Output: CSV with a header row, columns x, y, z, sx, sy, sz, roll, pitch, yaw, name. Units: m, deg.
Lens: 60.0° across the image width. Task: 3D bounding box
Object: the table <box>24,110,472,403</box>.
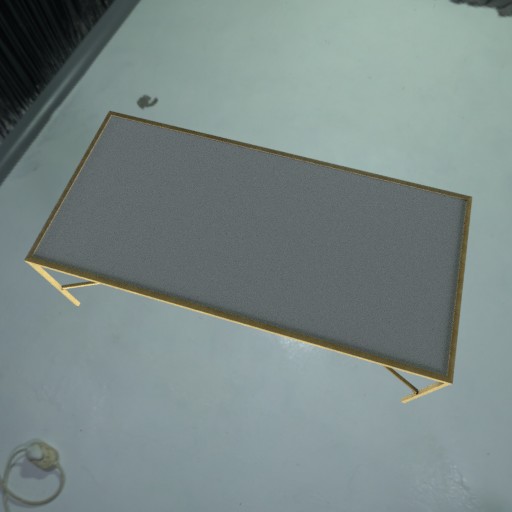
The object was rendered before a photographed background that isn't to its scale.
x,y,z,sx,sy,sz,roll,pitch,yaw,name
0.000,0.000,1.488,1.206,0.398,0.580,15,66,7,table
